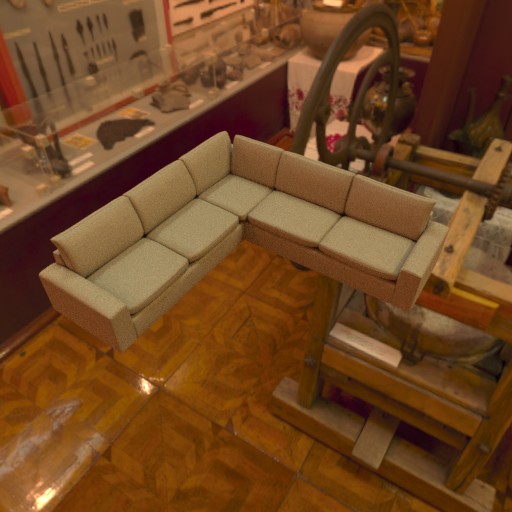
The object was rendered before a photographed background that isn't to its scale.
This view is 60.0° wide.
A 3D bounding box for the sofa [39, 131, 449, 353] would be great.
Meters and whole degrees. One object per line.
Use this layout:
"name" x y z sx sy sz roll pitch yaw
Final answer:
"sofa" 0.000 0.000 4.082 2.742 0.800 2.622 24 48 24
